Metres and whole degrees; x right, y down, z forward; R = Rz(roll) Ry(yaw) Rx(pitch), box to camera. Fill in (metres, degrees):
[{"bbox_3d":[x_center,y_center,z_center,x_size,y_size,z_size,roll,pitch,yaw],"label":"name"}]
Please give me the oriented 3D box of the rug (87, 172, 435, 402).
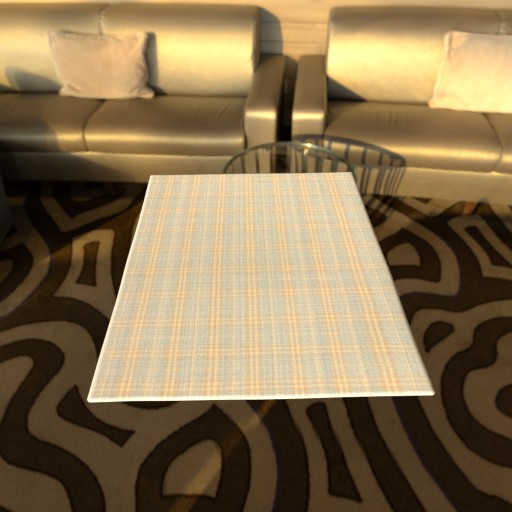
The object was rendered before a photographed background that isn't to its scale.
[{"bbox_3d":[0.000,0.000,4.265,2.462,0.030,3.066,-1,41,-1],"label":"rug"}]
